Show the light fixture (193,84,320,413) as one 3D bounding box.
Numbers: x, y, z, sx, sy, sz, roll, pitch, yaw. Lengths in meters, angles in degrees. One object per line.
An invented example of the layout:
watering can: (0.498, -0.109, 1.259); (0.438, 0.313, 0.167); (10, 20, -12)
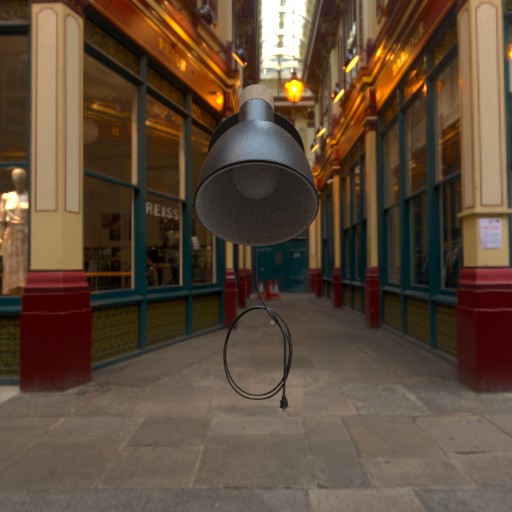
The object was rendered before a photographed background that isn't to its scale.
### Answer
light fixture: (0.000, 0.000, 0.487); (0.127, 0.401, 0.203); (0, -1, 0)
